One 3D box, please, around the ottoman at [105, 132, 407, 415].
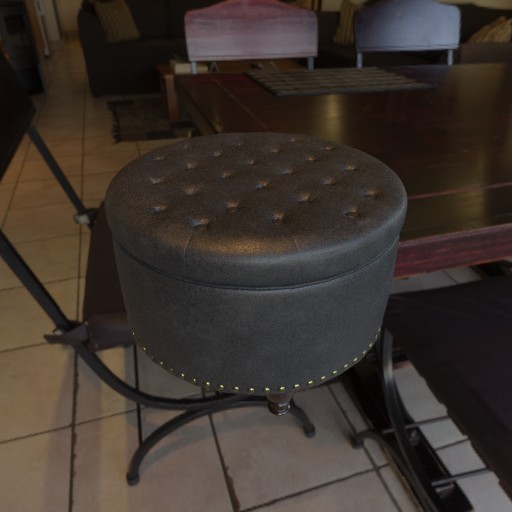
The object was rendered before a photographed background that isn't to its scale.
[{"bbox_3d":[0.000,0.000,1.066,0.637,0.442,0.637,0,32,0],"label":"ottoman"}]
